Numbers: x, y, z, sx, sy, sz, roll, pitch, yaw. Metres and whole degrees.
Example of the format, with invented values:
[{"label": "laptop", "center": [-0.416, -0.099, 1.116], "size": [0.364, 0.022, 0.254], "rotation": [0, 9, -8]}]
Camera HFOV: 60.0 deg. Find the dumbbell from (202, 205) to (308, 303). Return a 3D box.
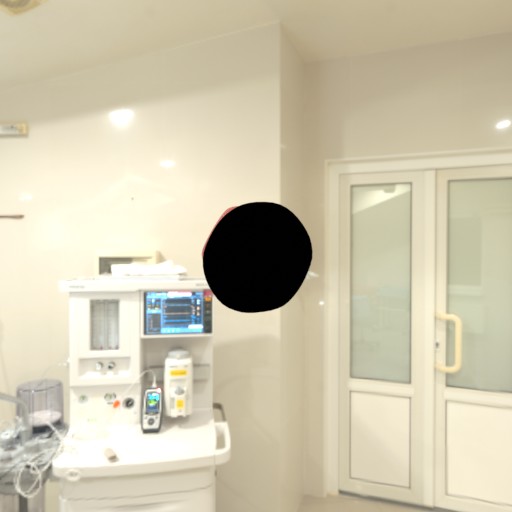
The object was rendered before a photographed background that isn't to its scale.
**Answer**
[{"label": "dumbbell", "center": [0.000, 0.000, 0.143], "size": [0.047, 0.043, 0.123], "rotation": [0, 1, -1]}]
